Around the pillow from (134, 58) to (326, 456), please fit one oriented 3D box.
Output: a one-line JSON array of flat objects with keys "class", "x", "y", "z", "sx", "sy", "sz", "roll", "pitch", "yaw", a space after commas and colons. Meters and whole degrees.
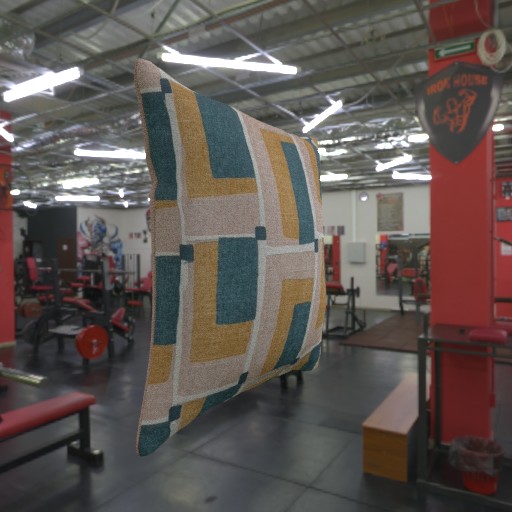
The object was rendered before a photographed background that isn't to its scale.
[{"class": "pillow", "x": 0.000, "y": 0.000, "z": 0.720, "sx": 0.158, "sy": 0.479, "sz": 0.478, "roll": 1, "pitch": 1, "yaw": 34}]
